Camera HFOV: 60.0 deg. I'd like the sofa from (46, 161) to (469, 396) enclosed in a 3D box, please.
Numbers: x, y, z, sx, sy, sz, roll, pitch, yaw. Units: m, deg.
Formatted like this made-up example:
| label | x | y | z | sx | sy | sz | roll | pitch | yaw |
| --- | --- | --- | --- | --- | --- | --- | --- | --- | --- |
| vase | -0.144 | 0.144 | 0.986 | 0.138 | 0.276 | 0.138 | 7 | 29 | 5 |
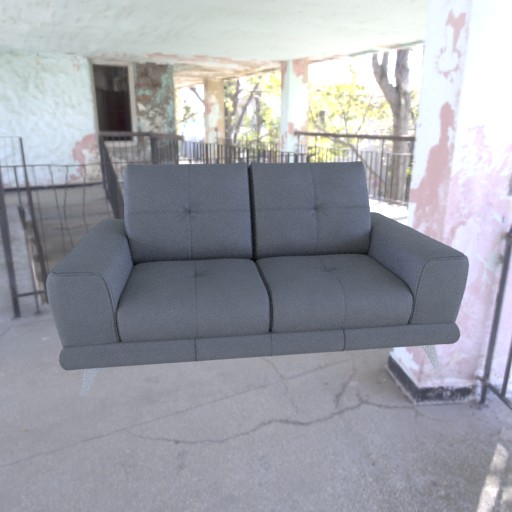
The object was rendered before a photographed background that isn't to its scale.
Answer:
| label | x | y | z | sx | sy | sz | roll | pitch | yaw |
| --- | --- | --- | --- | --- | --- | --- | --- | --- | --- |
| sofa | 0.000 | 0.000 | 2.300 | 1.806 | 0.907 | 1.018 | -2 | 17 | -7 |
